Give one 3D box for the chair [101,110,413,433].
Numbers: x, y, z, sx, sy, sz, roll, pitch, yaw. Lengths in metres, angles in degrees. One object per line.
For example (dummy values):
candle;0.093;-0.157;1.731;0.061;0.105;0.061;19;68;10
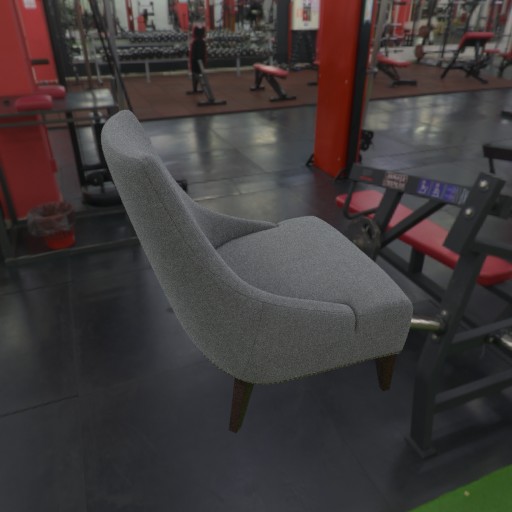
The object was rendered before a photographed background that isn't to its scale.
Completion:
chair;0.000;0.000;1.500;0.861;0.909;0.701;-10;31;-17
